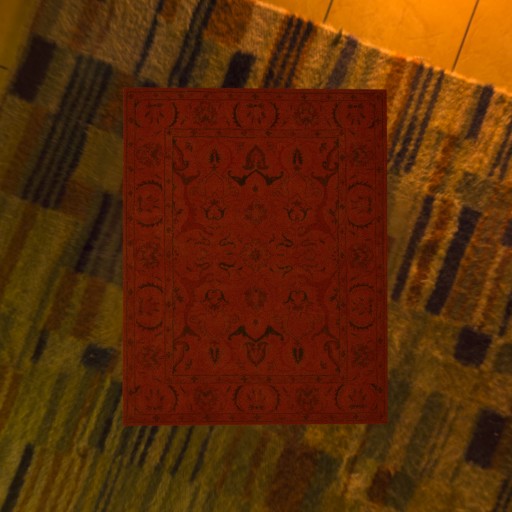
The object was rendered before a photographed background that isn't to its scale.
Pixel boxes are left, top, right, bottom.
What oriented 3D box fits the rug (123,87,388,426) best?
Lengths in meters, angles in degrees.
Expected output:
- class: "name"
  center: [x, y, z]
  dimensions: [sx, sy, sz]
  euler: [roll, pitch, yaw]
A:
- class: "rug"
  center: [0.000, 0.000, 3.855]
  dimensions: [2.300, 0.012, 2.929]
  euler: [0, 89, -1]
